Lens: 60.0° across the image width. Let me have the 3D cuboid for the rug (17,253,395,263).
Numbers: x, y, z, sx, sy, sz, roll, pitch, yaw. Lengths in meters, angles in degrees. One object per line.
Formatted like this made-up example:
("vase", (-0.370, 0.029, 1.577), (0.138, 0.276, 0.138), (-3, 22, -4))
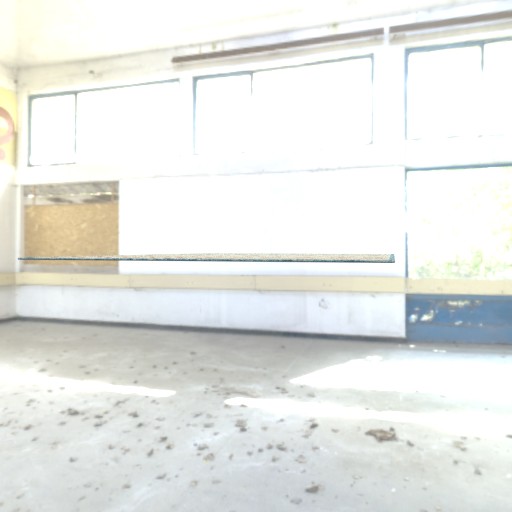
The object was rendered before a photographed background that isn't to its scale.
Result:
("rug", (0.000, 0.000, 4.089), (2.441, 0.016, 3.050), (0, 1, 17))
